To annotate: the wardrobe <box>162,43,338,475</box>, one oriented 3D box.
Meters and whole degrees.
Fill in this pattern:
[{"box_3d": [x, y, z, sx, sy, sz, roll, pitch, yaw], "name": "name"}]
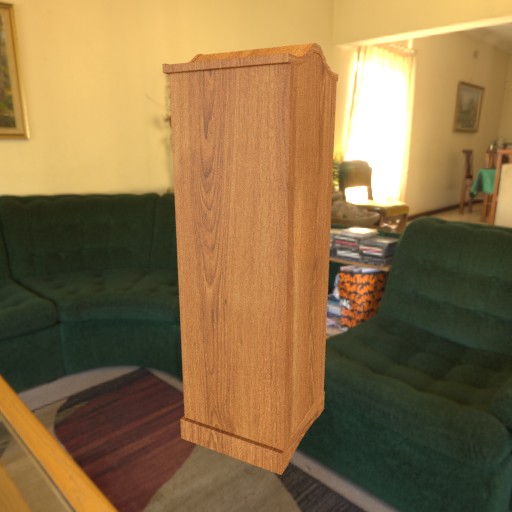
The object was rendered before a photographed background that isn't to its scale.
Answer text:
[{"box_3d": [0.000, 0.000, 2.176, 0.570, 1.870, 0.590, 7, 16, 27], "name": "wardrobe"}]
